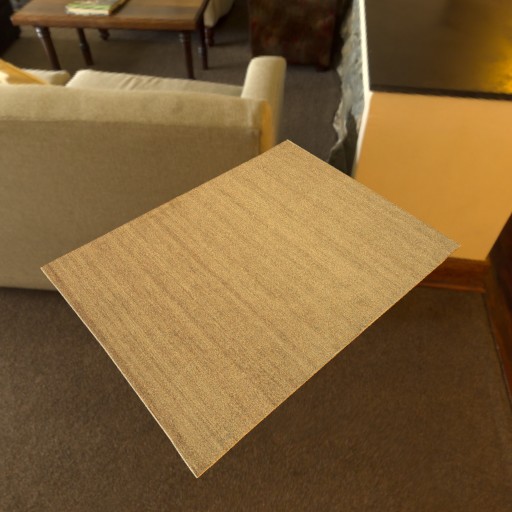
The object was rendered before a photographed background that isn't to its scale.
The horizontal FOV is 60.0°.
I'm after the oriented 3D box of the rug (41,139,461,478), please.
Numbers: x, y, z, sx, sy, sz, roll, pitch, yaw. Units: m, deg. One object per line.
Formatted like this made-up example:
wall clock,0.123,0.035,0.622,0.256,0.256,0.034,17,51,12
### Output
rug,0.000,0.000,4.210,3.202,0.045,2.434,-33,56,-26
